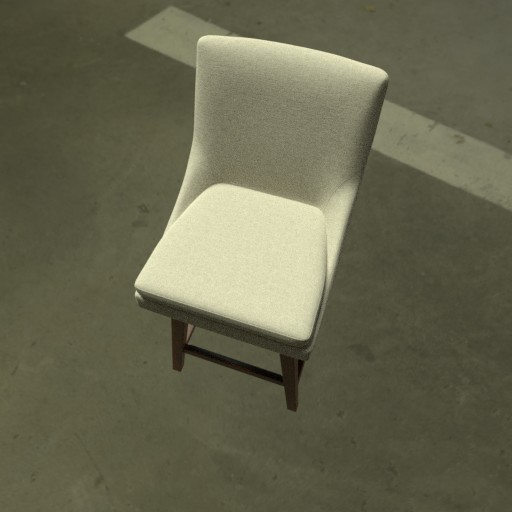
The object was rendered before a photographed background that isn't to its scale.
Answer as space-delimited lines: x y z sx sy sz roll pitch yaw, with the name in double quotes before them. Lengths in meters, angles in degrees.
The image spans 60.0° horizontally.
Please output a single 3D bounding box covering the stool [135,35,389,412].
"stool" 0.000 0.000 1.286 0.469 0.991 0.559 16 58 10
